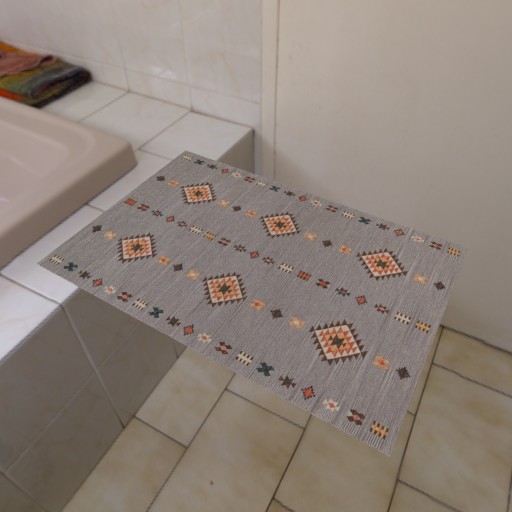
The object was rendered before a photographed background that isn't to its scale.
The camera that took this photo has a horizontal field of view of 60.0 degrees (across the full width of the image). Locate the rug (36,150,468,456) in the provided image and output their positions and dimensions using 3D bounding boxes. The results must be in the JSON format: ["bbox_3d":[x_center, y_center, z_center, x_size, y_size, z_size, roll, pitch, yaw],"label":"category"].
[{"bbox_3d":[0.000,0.000,2.244,1.818,0.005,1.217,23,49,21],"label":"rug"}]
